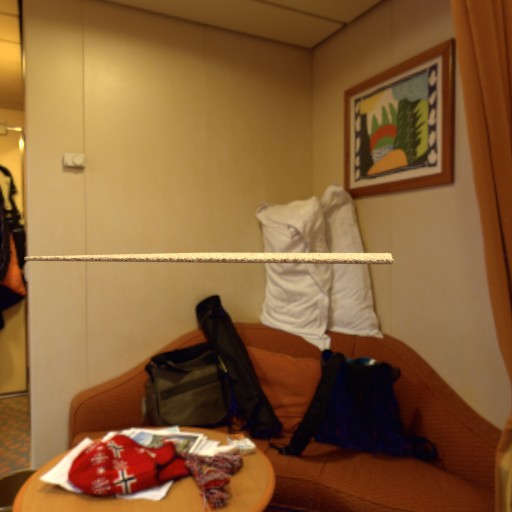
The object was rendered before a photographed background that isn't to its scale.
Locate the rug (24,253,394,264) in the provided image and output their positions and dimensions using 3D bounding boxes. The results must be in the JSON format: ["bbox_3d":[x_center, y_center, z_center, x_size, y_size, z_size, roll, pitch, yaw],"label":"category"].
[{"bbox_3d":[0.000,0.000,4.149,2.438,0.029,3.047,0,1,17],"label":"rug"}]
